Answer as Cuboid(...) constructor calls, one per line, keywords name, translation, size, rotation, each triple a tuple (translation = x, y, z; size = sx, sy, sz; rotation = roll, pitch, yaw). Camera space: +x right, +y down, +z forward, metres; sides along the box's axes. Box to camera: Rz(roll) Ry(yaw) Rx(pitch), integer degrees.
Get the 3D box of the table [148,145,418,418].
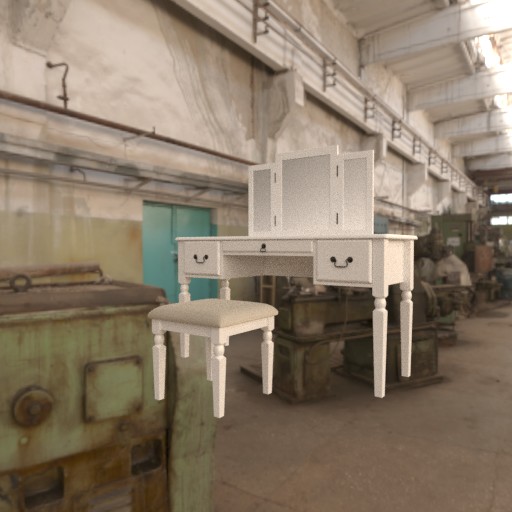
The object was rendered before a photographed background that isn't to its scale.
Cuboid(name="table", translation=(0.000, 0.000, 2.353), size=(1.369, 1.310, 1.115), rotation=(1, 2, 36))
